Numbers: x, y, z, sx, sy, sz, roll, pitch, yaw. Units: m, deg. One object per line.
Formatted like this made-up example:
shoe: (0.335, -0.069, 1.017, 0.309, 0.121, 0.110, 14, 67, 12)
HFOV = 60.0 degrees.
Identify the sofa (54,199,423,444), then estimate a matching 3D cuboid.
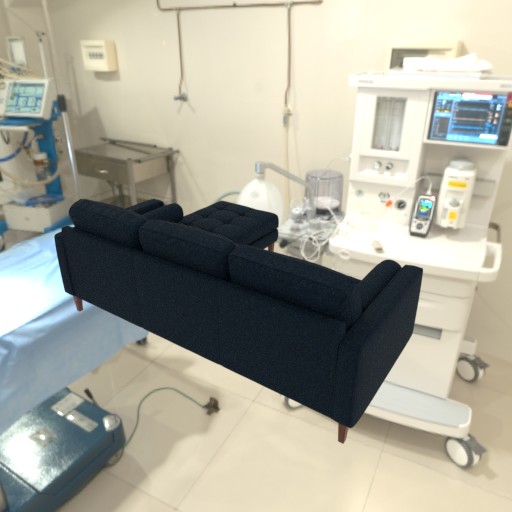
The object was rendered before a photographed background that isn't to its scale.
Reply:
sofa: (0.000, 0.000, 3.040, 2.185, 0.841, 1.613, 17, 31, 31)
